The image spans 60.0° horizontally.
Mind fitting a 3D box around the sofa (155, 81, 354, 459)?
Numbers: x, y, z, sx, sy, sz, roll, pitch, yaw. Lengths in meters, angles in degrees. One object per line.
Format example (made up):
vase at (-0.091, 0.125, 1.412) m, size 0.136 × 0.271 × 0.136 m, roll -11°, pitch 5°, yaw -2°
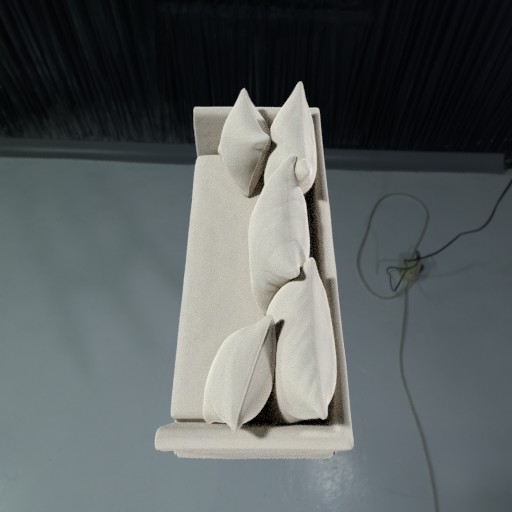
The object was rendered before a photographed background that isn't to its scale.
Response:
sofa at (0.000, 0.000, 3.011) m, size 1.046 × 1.047 × 2.499 m, roll 0°, pitch 58°, yaw 0°
